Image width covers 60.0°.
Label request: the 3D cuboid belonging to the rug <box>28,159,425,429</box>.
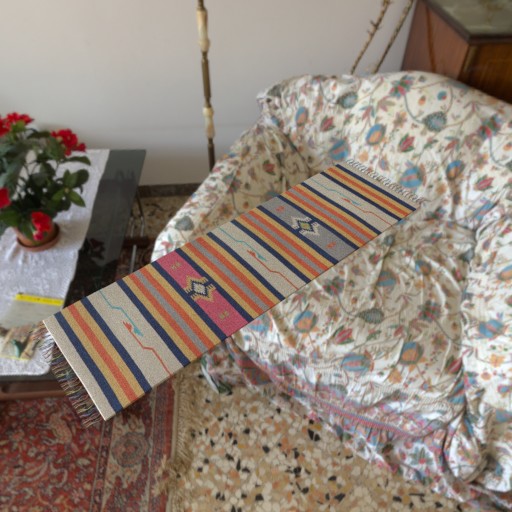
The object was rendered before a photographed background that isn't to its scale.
[{"bbox_3d":[0.000,0.000,2.620,2.455,0.017,0.695,-31,53,-27],"label":"rug"}]
